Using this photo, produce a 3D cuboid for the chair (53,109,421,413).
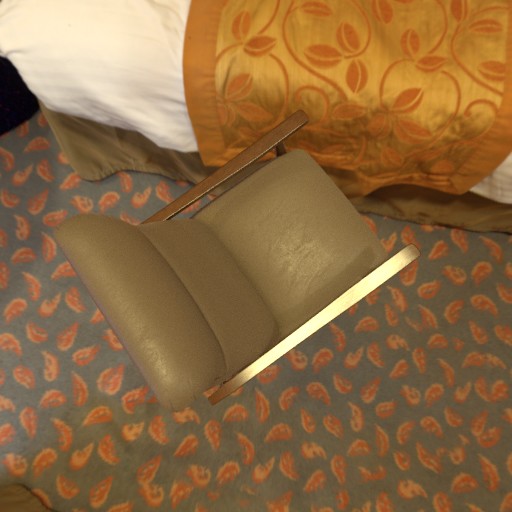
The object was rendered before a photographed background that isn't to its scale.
[{"bbox_3d":[0.000,0.000,1.767,1.014,1.082,0.762,-35,79,-8],"label":"chair"}]
